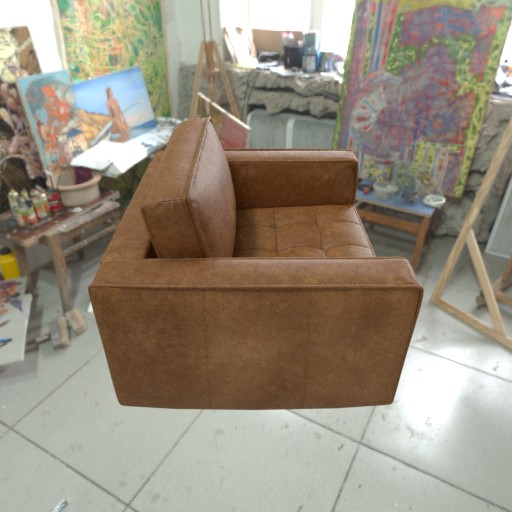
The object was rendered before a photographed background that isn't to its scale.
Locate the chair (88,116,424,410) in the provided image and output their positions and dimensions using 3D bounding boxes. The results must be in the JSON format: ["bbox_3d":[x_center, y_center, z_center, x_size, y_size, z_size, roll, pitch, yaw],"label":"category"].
[{"bbox_3d":[0.000,0.000,1.495,0.798,0.767,0.928,0,34,0],"label":"chair"}]
